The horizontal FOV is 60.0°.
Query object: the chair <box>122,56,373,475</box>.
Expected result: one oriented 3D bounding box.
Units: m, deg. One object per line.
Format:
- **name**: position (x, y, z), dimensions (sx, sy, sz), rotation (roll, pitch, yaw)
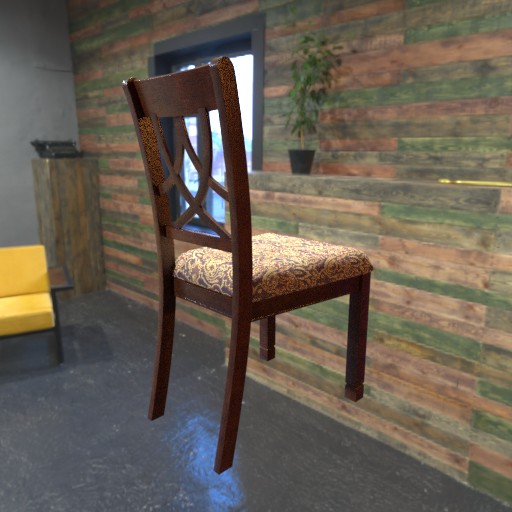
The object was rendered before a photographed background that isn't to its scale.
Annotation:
- **chair**: position (0.000, 0.000, 1.306), dimensions (0.584, 0.965, 0.457), rotation (-13, 18, -43)
